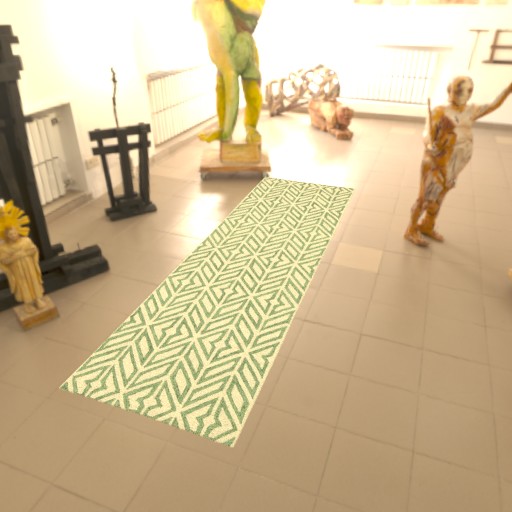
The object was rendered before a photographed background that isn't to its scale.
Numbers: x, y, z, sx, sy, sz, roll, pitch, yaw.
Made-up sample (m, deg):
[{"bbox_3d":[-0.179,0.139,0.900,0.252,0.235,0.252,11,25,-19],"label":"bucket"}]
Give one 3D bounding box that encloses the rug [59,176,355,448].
[{"bbox_3d":[0.000,0.000,2.611,0.750,0.009,2.435,11,33,18],"label":"rug"}]
